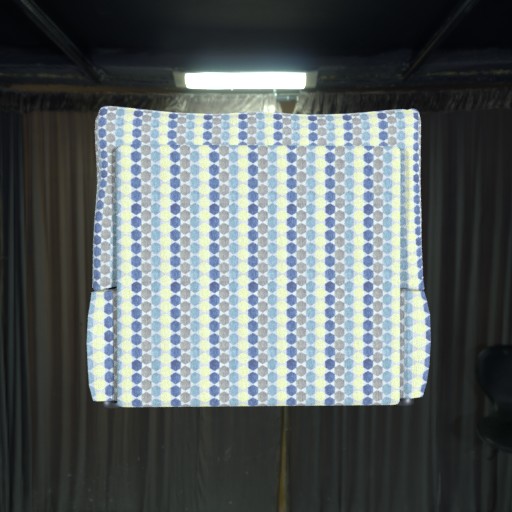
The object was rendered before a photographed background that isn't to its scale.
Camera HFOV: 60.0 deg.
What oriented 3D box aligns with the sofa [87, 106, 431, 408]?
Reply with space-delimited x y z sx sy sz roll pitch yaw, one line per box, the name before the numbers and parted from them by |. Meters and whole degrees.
sofa | 0.000 0.000 1.672 0.930 0.830 1.000 0 0 -1
